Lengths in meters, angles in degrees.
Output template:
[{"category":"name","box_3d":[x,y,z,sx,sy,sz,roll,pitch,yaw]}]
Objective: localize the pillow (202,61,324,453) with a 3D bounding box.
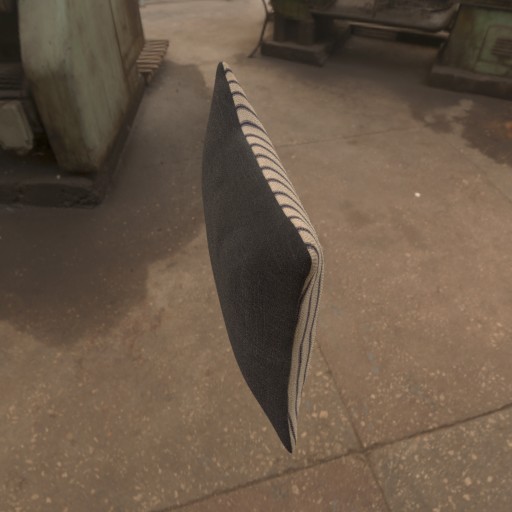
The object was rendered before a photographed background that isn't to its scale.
[{"category":"pillow","box_3d":[0.000,0.000,0.710,0.138,0.444,0.468,-10,45,-9]}]
